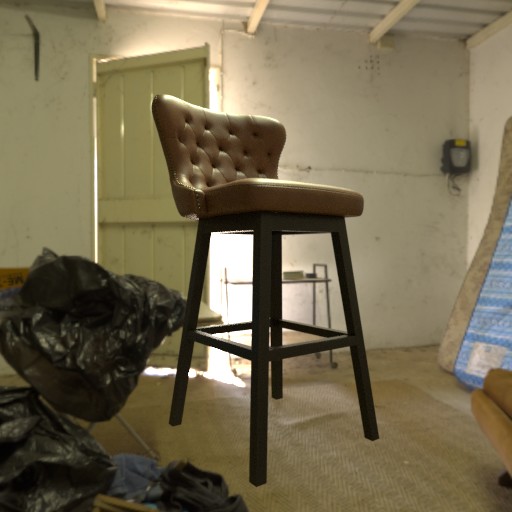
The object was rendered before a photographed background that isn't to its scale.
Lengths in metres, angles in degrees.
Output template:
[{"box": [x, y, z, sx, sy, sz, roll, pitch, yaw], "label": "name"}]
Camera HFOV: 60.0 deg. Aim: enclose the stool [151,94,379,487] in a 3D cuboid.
[{"box": [0.000, 0.000, 1.380, 0.528, 1.050, 0.601, -1, 1, -36], "label": "stool"}]
